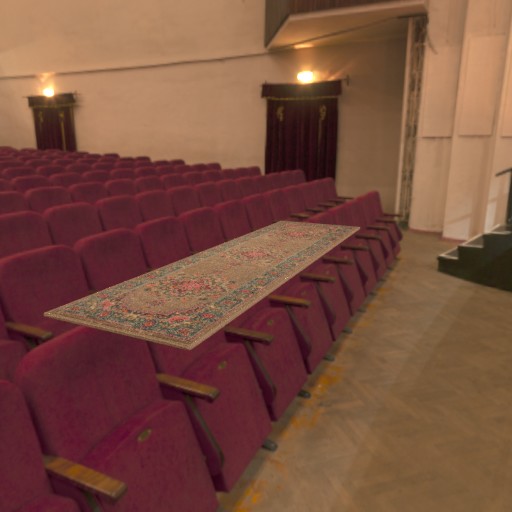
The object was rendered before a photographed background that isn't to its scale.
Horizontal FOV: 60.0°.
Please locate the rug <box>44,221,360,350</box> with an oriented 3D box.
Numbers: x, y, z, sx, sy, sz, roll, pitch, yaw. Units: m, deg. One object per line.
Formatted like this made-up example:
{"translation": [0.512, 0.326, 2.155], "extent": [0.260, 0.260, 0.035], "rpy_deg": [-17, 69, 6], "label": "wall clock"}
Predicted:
{"translation": [0.000, 0.000, 2.515], "extent": [0.659, 0.019, 2.297], "rpy_deg": [7, 16, 25], "label": "rug"}
